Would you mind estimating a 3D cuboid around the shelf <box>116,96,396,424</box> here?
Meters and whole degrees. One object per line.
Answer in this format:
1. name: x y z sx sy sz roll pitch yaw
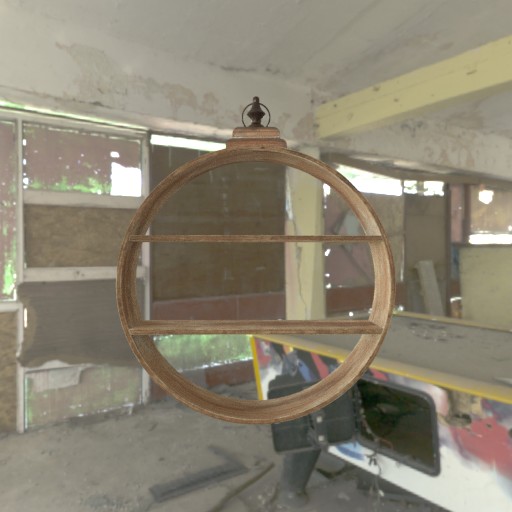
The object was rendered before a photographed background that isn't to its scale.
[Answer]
1. shelf: 0.000 0.000 1.012 0.601 0.725 0.125 0 1 -1
